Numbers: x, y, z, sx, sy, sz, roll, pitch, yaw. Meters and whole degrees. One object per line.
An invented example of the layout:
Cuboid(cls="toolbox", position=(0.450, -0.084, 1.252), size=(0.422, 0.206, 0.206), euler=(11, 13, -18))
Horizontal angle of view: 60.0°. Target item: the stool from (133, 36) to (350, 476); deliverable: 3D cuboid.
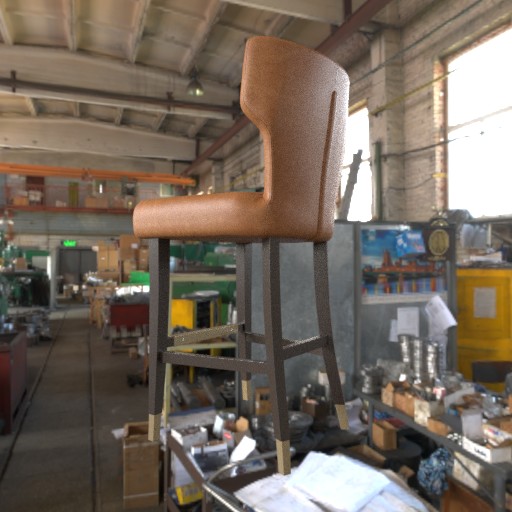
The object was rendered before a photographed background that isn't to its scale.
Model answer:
Cuboid(cls="stool", position=(0.000, 0.000, 1.384), size=(0.563, 1.092, 0.526), euler=(0, -1, 36))
